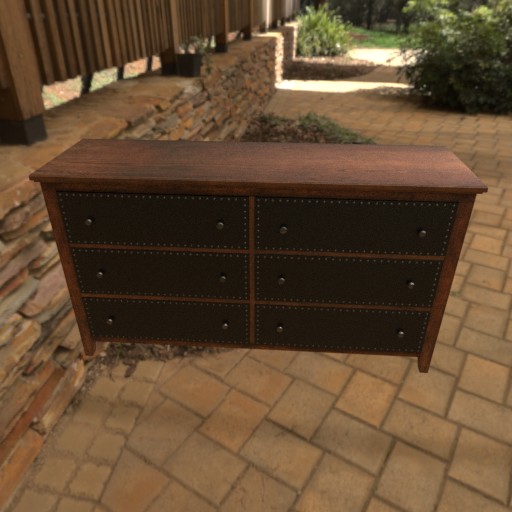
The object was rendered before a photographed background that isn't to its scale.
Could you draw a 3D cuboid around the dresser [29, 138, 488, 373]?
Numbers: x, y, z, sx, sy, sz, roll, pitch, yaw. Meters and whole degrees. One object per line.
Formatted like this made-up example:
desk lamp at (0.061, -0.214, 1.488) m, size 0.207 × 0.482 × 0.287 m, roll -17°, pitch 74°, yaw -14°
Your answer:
dresser at (0.000, 0.000, 1.899) m, size 1.551 × 0.856 × 0.463 m, roll 2°, pitch 30°, yaw 4°
